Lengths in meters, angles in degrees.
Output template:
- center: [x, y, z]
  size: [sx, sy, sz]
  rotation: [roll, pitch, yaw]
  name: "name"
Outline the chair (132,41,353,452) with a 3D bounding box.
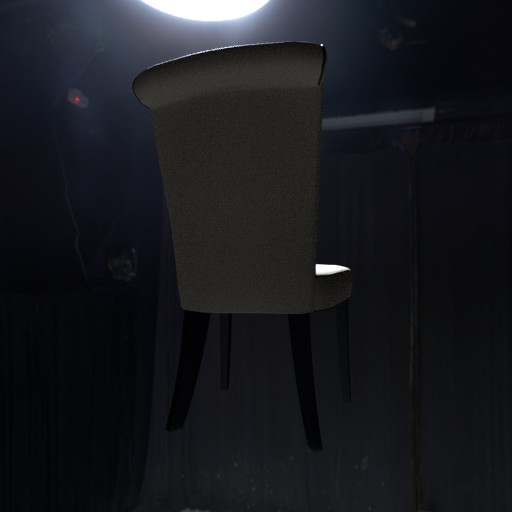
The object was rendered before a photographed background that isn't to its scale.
- center: [0.000, 0.000, 1.335]
  size: [0.522, 0.997, 0.623]
  rotation: [-1, -2, 19]
  name: "chair"
